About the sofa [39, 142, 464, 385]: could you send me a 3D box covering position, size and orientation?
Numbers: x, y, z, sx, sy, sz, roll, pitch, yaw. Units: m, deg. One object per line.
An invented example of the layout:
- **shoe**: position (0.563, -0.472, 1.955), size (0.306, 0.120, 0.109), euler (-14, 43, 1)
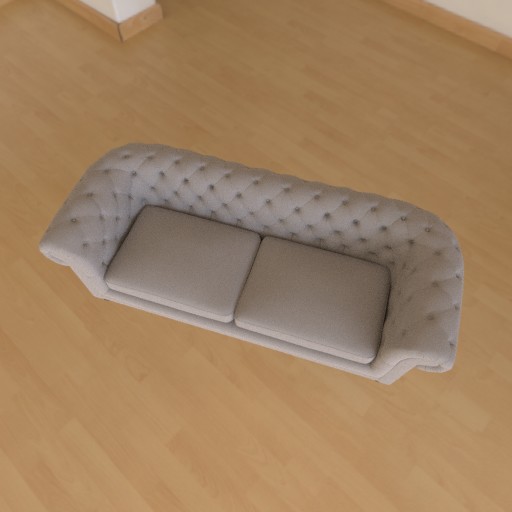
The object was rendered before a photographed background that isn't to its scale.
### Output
- **sofa**: position (0.000, 0.000, 2.856), size (2.411, 0.749, 0.991), euler (15, 60, 9)
